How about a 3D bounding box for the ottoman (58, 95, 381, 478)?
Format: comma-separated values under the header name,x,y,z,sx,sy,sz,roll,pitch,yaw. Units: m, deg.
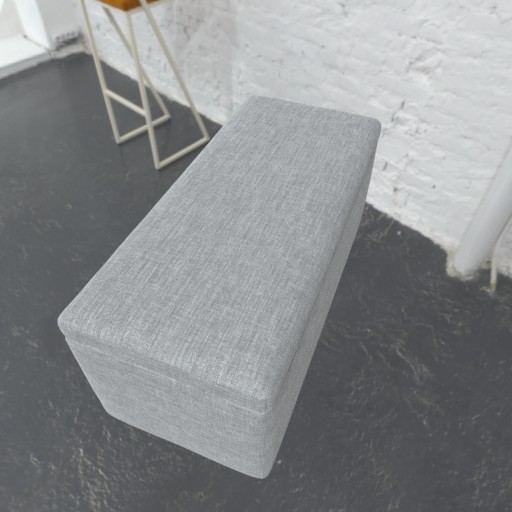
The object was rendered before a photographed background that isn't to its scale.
name,x,y,z,sx,sy,sz,roll,pitch,yaw
ottoman,0.000,0.000,1.125,0.419,0.432,0.902,16,49,15
